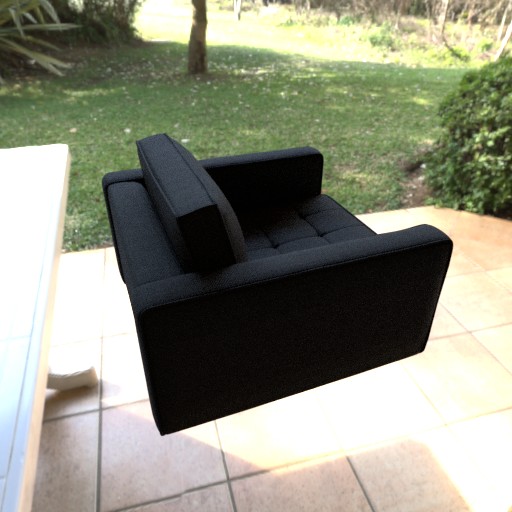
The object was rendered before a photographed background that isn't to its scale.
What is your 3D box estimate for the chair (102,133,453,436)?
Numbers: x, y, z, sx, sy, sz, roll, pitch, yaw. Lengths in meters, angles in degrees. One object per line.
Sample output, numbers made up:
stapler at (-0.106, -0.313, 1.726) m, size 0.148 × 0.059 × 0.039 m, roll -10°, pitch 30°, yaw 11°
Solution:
chair at (0.000, 0.000, 1.573) m, size 0.919 × 0.770 × 0.899 m, roll -12°, pitch 34°, yaw -18°
